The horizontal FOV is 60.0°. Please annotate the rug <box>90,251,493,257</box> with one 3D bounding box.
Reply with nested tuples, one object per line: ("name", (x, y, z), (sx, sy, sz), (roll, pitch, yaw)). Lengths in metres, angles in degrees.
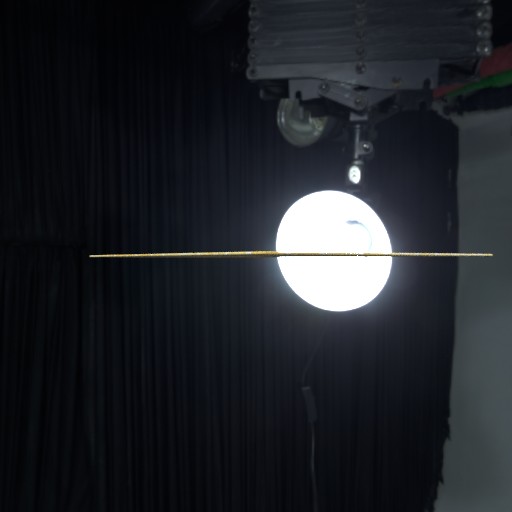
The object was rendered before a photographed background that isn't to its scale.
("rug", (0.000, 0.000, 2.310), (1.213, 0.010, 1.829), (0, 0, -35))
